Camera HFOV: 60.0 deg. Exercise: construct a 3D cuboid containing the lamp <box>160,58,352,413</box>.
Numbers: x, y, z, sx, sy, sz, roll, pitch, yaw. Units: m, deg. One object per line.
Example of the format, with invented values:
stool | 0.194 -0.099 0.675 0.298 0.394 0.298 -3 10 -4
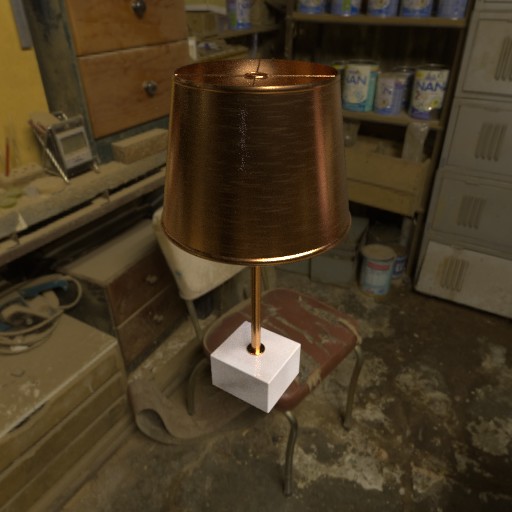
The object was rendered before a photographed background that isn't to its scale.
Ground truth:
lamp | 0.000 0.000 0.520 0.208 0.406 0.208 0 31 0
